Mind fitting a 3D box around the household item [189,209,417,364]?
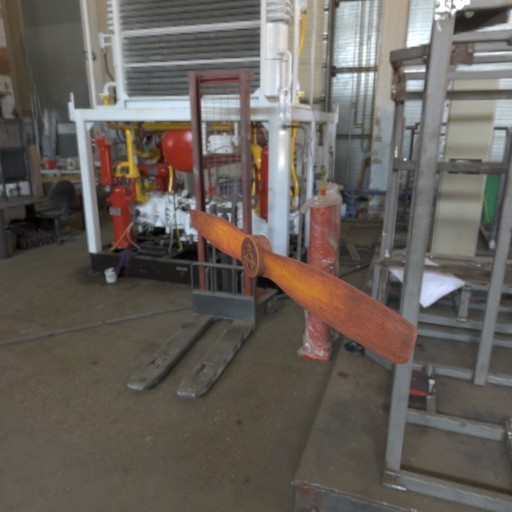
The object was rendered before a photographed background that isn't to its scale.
[{"bbox_3d":[0.000,0.000,1.236,0.051,0.121,1.181,-8,18,-25],"label":"household item"}]
